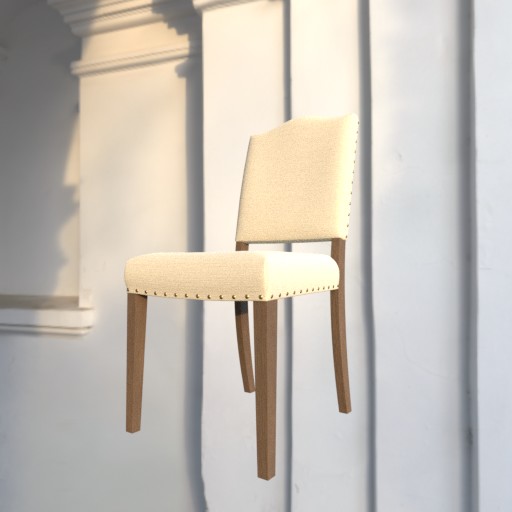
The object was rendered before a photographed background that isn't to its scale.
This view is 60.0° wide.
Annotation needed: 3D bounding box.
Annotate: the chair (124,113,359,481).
[{"bbox_3d":[0.000,0.000,1.382,0.508,1.015,0.619,-1,-1,36],"label":"chair"}]
